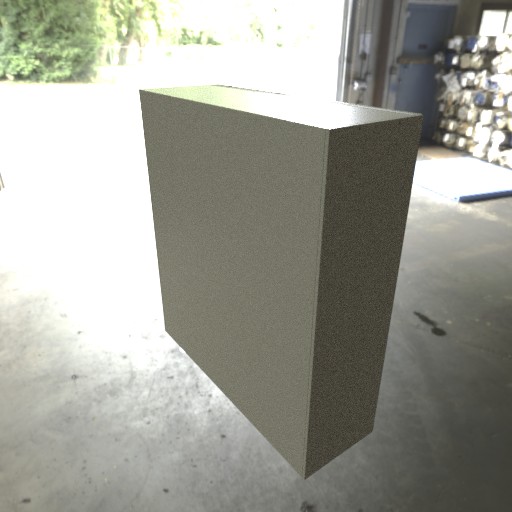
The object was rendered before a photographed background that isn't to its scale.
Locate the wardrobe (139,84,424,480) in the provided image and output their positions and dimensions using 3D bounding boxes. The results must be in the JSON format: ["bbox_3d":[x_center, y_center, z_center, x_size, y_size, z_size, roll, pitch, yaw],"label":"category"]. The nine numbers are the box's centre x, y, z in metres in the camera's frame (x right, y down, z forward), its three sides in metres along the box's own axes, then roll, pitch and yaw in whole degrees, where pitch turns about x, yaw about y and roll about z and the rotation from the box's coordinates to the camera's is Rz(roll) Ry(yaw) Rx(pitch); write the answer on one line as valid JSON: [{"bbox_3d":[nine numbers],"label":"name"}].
[{"bbox_3d":[0.000,0.000,2.901,0.629,1.960,1.780,-18,31,-32],"label":"wardrobe"}]
